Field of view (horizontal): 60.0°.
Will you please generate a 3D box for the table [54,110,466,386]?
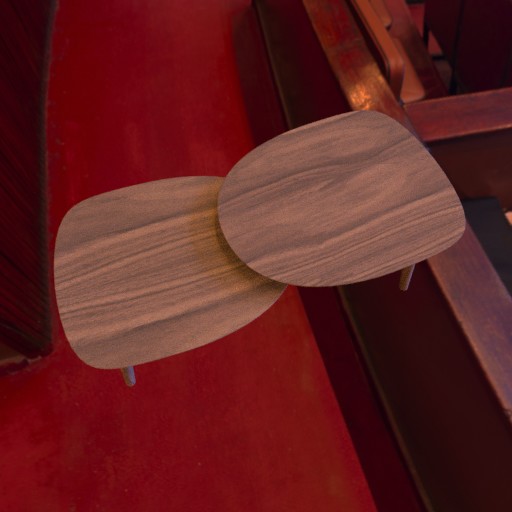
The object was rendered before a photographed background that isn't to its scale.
[{"bbox_3d":[0.000,0.000,1.350,1.084,0.429,0.527,-17,64,-9],"label":"table"}]
